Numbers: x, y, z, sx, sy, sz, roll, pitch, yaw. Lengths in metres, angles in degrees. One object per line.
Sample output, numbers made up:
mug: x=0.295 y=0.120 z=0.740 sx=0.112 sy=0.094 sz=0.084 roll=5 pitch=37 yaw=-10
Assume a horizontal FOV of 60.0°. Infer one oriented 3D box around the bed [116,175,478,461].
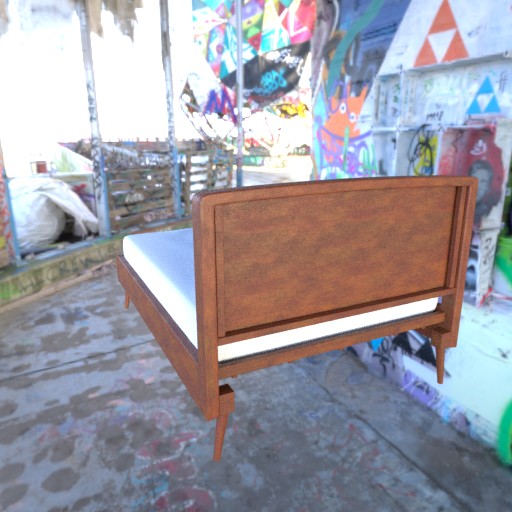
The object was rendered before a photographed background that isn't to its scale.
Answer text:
bed: x=0.000 y=0.000 z=3.149 sx=1.587 sy=1.275 sz=2.196 roll=-8 pitch=17 yaw=-26
